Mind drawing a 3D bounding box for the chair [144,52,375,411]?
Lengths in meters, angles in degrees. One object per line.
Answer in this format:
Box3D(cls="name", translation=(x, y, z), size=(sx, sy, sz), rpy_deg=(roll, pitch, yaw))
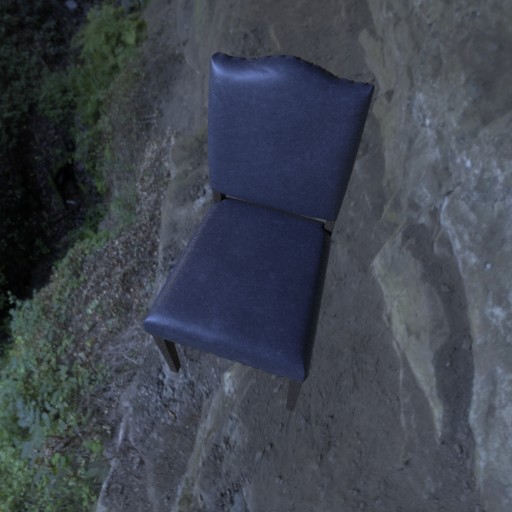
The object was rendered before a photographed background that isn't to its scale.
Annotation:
Box3D(cls="chair", translation=(0.000, 0.000, 1.378), size=(0.500, 0.991, 0.633), rpy_deg=(16, 60, 9))
